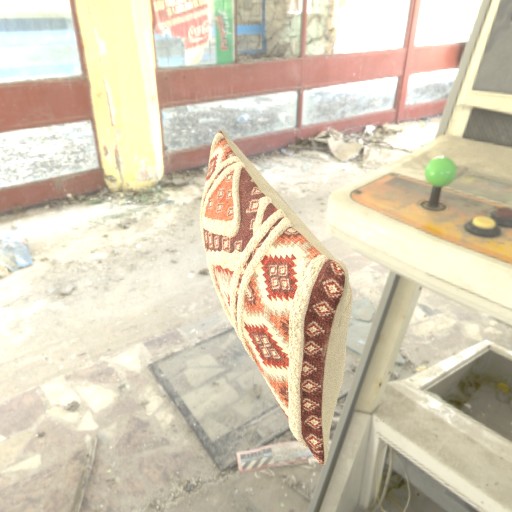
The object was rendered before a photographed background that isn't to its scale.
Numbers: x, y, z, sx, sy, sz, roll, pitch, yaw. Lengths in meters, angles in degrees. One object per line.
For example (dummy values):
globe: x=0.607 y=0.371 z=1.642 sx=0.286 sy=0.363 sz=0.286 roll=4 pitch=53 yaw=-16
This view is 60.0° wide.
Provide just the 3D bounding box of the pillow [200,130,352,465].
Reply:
pillow: x=0.000 y=0.000 z=0.749 sx=0.161 sy=0.295 sz=0.608 roll=-8 pitch=31 yaw=-14
